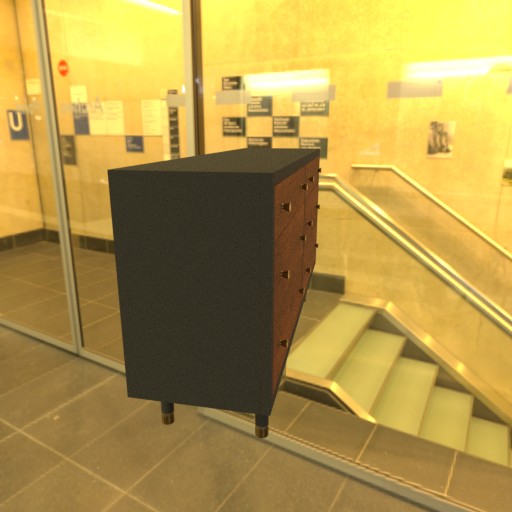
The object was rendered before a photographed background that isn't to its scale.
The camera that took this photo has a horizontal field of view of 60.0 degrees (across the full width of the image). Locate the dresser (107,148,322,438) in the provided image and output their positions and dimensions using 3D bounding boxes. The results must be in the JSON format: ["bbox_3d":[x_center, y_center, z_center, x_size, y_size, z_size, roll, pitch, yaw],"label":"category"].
[{"bbox_3d":[0.000,0.000,1.964,0.463,0.872,1.558,3,16,12],"label":"dresser"}]
